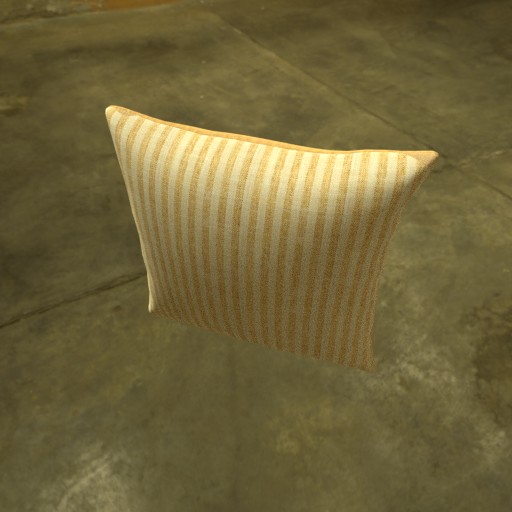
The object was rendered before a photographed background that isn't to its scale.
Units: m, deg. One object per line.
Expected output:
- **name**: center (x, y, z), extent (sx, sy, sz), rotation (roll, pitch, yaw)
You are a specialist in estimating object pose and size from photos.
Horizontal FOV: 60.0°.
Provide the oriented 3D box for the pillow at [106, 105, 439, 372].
- **pillow**: center (0.000, 0.000, 0.658), extent (0.419, 0.407, 0.173), rotation (12, 43, 13)
